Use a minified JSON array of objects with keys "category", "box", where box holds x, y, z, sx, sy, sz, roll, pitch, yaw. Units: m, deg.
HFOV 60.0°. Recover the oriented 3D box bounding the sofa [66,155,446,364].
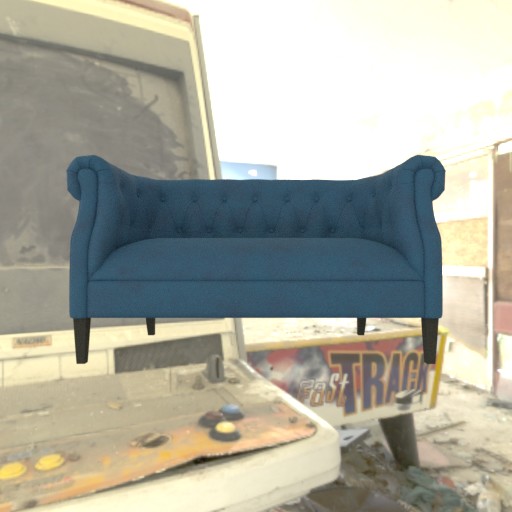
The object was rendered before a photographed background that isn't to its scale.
[{"category":"sofa","box":[0.000,0.000,2.074,1.558,0.827,0.835,0,0,0]}]
